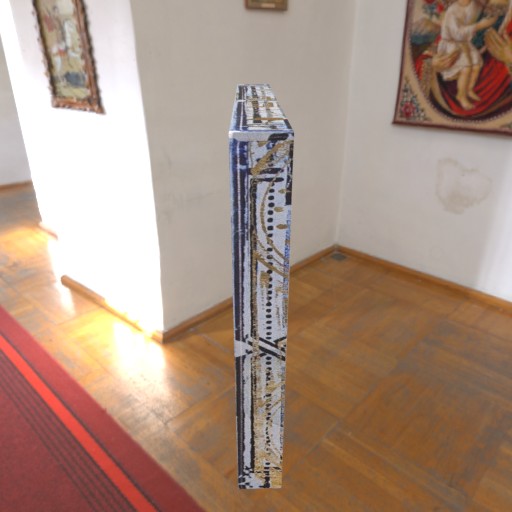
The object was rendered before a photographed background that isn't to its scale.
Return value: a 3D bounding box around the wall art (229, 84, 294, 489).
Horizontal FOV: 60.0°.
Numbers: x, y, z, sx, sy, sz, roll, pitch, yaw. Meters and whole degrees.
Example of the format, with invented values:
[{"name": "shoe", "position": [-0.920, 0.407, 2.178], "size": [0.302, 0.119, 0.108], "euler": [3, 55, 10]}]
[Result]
[{"name": "wall art", "position": [0.000, 0.000, 0.456], "size": [0.038, 0.306, 0.302], "euler": [-1, 26, -1]}]
